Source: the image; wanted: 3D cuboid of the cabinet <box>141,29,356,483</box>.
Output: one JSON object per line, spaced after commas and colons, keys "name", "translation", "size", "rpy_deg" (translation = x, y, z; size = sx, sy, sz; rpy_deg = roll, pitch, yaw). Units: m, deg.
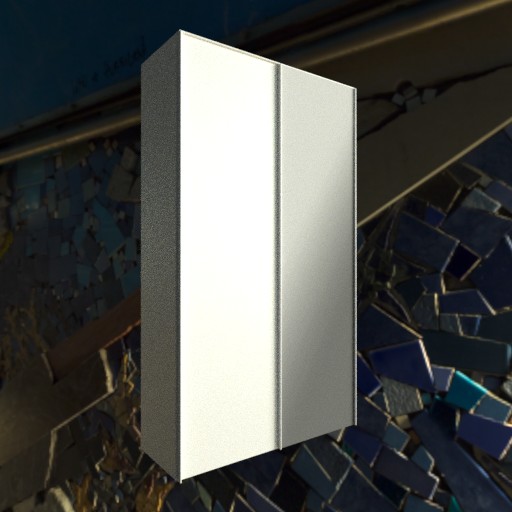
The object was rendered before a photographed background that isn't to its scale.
{"name": "cabinet", "translation": [0.000, 0.000, 2.663], "size": [1.250, 2.160, 0.480], "rpy_deg": [0, 0, -36]}
